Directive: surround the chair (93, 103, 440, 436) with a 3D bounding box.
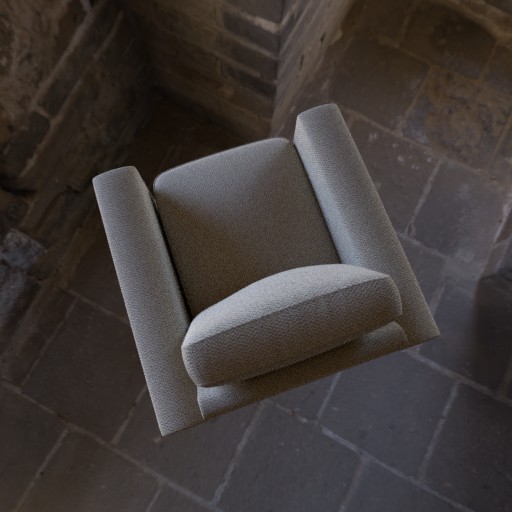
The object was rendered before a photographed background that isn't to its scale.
[{"bbox_3d":[0.000,0.000,1.717,1.005,0.873,1.016,-19,76,-5],"label":"chair"}]
